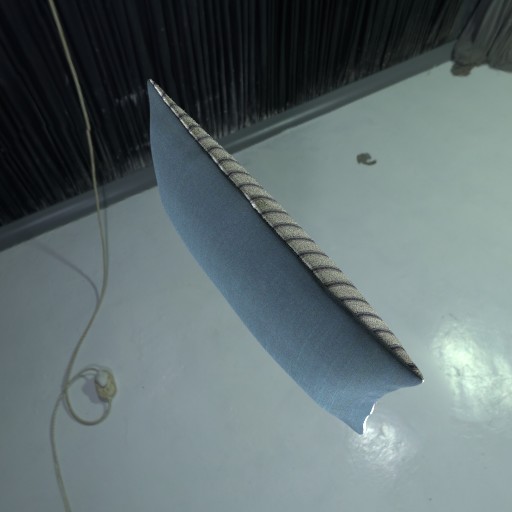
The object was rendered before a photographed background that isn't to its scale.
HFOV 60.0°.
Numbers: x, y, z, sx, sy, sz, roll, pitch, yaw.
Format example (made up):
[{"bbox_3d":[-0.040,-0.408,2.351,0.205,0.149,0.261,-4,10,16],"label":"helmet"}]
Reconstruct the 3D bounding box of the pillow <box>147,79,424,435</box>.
[{"bbox_3d":[0.000,0.000,0.724,0.151,0.305,0.609,-32,63,-18],"label":"pillow"}]
